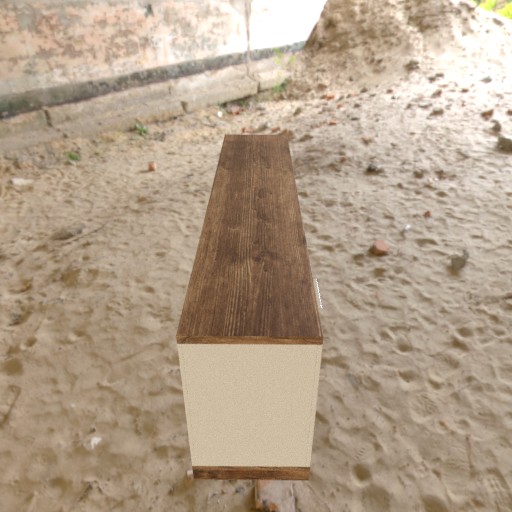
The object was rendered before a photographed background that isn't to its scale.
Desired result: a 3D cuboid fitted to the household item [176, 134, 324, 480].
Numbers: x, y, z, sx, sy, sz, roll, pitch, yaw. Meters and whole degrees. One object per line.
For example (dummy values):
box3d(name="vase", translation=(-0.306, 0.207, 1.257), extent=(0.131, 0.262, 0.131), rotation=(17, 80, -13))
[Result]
box3d(name="household item", translation=(0.000, 0.000, 2.052), extent=(0.390, 0.615, 1.800), rotation=(0, 31, 0))
